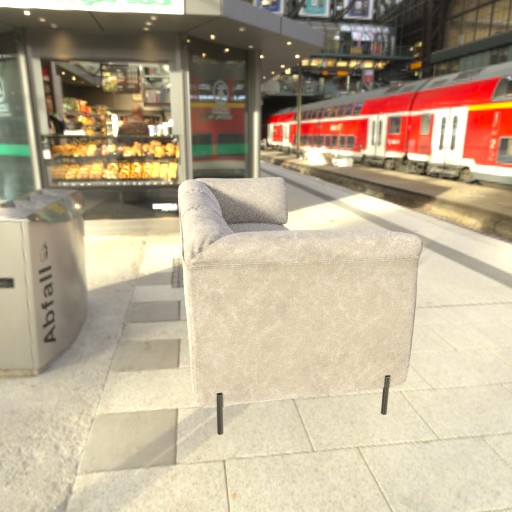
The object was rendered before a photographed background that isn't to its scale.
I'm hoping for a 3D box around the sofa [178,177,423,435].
[{"bbox_3d":[0.000,0.000,2.682,0.899,0.758,2.238,-3,16,-10],"label":"sofa"}]
